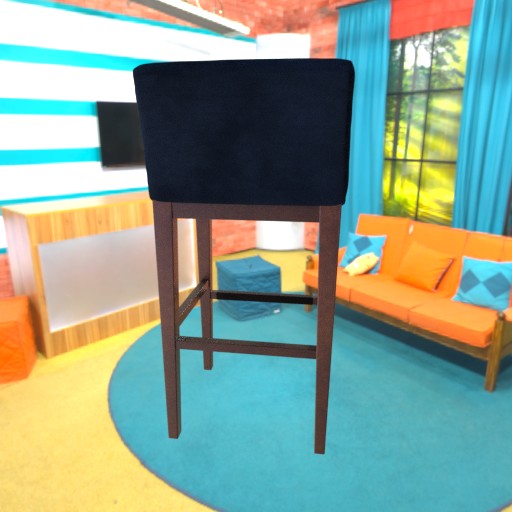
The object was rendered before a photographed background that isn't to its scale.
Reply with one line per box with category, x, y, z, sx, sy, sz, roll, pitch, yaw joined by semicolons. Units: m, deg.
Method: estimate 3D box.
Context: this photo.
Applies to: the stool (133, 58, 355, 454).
stool;0.000;0.000;1.334;0.511;1.037;0.500;2;16;8
